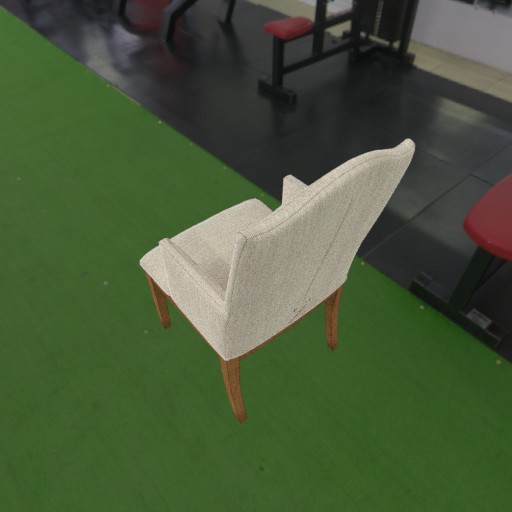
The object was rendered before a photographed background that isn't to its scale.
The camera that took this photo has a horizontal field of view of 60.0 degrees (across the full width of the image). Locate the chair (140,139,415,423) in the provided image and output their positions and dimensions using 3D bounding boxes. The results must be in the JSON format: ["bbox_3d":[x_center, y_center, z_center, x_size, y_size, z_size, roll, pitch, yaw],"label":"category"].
[{"bbox_3d":[0.000,0.000,1.380,0.533,1.016,0.641,-31,54,-26],"label":"chair"}]
